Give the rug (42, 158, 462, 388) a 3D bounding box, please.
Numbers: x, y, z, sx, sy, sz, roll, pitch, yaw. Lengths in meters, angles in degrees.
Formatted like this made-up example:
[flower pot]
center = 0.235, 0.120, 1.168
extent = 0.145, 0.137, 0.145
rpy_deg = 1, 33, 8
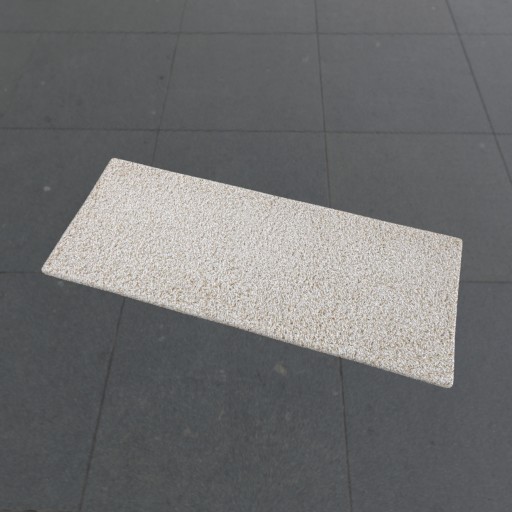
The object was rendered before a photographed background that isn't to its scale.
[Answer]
[rug]
center = 0.000, 0.000, 1.719
extent = 1.524, 0.030, 0.609
rpy_deg = 14, 60, 9
